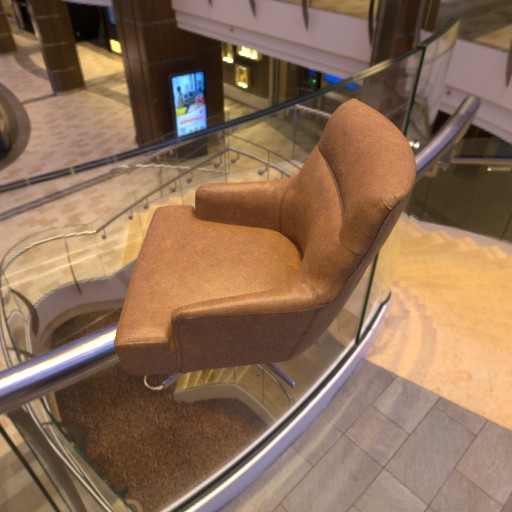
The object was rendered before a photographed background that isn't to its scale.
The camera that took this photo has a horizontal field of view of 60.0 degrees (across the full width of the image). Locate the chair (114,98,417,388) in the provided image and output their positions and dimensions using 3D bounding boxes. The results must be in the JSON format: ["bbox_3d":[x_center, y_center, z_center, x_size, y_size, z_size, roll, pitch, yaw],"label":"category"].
[{"bbox_3d":[0.000,0.000,1.528,0.874,0.869,0.729,0,40,0],"label":"chair"}]
